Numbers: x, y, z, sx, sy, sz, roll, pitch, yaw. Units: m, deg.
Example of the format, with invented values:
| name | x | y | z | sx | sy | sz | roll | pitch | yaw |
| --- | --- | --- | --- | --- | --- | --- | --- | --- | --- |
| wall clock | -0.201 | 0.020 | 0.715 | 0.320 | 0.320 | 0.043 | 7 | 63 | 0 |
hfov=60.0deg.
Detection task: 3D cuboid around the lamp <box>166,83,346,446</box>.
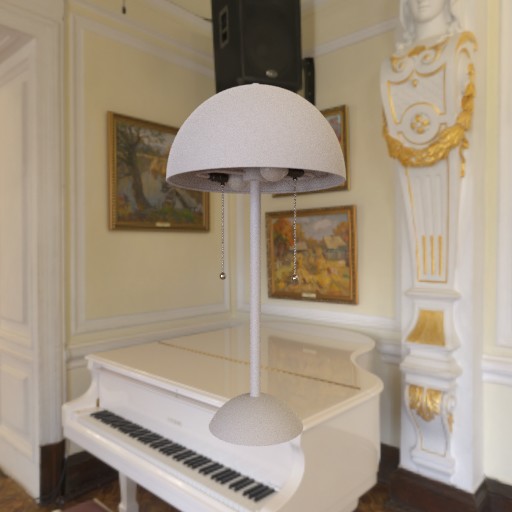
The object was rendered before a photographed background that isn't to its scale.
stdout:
| name | x | y | z | sx | sy | sz | roll | pitch | yaw |
| --- | --- | --- | --- | --- | --- | --- | --- | --- | --- |
| lamp | 0.000 | 0.000 | 0.430 | 0.171 | 0.330 | 0.171 | 0 | 1 | 0 |
